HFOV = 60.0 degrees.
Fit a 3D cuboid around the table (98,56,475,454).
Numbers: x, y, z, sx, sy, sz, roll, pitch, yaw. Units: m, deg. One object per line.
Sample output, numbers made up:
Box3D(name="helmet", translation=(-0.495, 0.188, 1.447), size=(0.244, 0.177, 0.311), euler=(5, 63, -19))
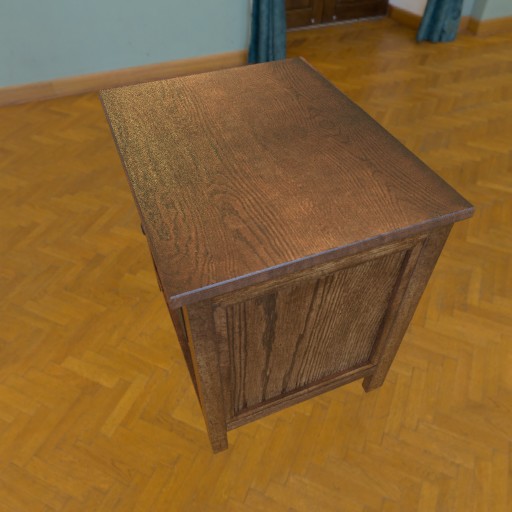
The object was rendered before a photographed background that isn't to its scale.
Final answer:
Box3D(name="table", translation=(0.000, 0.000, 0.993), size=(0.461, 0.597, 0.586), euler=(-16, 49, -15))
